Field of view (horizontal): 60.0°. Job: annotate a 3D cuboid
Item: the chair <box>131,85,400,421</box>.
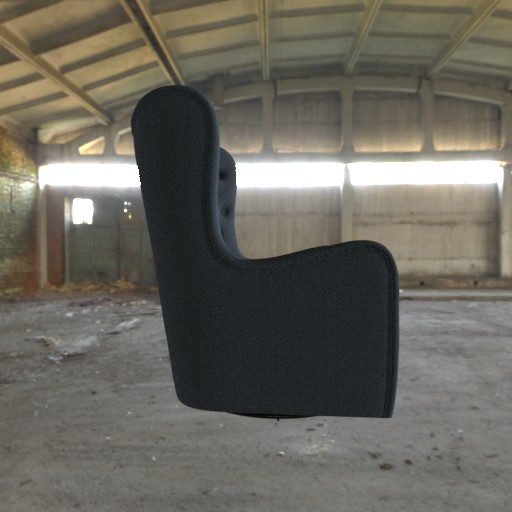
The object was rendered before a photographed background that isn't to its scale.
[{"bbox_3d":[0.000,0.000,1.774,0.930,1.079,0.831,0,0,2],"label":"chair"}]
